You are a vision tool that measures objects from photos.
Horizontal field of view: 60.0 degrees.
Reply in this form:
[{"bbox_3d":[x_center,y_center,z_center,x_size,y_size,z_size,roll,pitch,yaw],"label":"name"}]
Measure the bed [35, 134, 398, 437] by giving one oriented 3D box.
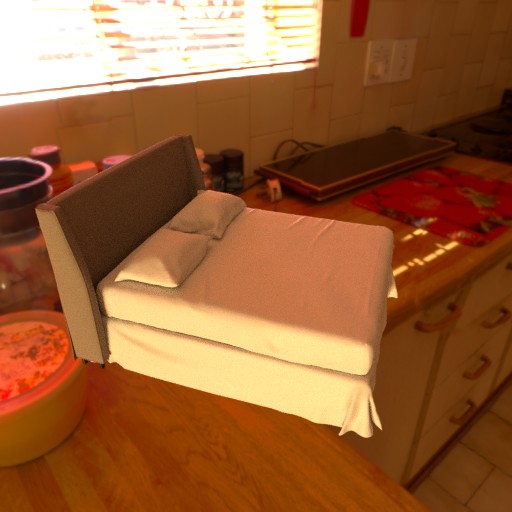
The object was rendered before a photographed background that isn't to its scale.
[{"bbox_3d":[0.000,0.000,3.516,2.276,1.332,1.925,10,31,17],"label":"bed"}]
